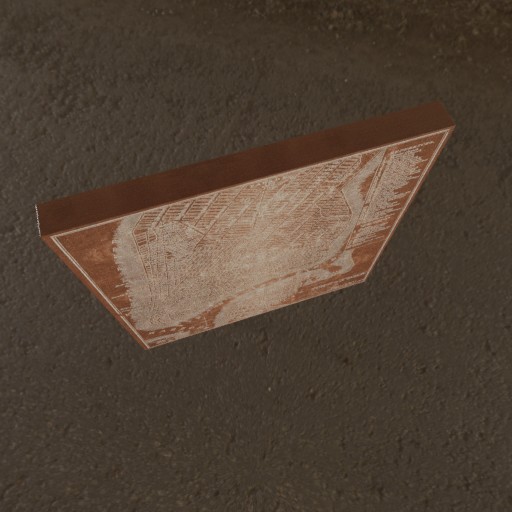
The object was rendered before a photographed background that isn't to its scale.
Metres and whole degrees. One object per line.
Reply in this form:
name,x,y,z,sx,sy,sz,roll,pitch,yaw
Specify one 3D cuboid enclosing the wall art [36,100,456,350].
wall art,0.000,0.000,0.597,0.403,0.403,0.035,-16,65,-8
